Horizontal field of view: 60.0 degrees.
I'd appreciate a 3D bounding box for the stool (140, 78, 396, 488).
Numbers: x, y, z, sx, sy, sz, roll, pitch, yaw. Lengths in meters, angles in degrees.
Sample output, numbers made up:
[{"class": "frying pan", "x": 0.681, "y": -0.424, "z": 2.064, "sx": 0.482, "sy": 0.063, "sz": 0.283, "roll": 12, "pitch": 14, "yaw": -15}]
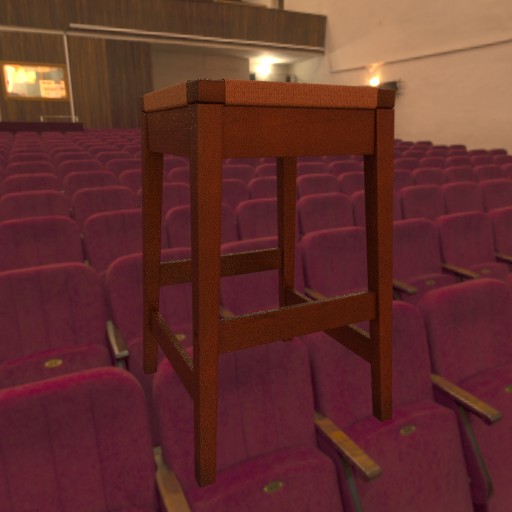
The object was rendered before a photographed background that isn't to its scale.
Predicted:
[{"class": "stool", "x": 0.000, "y": 0.000, "z": 1.095, "sx": 0.497, "sy": 0.762, "sz": 0.507, "roll": -8, "pitch": 17, "yaw": -25}]
